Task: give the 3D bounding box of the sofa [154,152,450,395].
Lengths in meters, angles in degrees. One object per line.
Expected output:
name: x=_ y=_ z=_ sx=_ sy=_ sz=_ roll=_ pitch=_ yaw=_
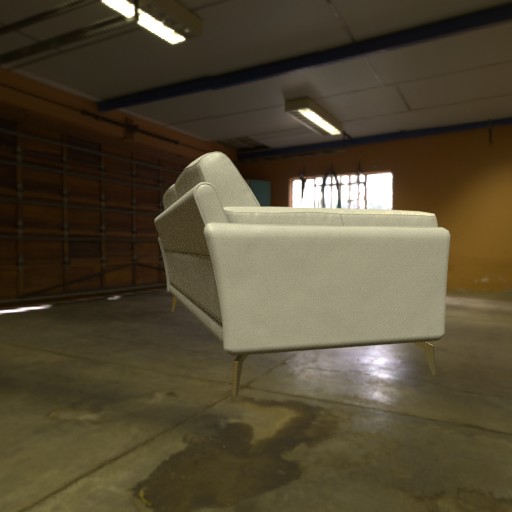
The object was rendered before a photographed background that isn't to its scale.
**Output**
sofa: x=0.000 y=0.000 z=2.637 sx=1.049 sy=0.930 sz=2.101 roll=0 pitch=2 yaw=-17
